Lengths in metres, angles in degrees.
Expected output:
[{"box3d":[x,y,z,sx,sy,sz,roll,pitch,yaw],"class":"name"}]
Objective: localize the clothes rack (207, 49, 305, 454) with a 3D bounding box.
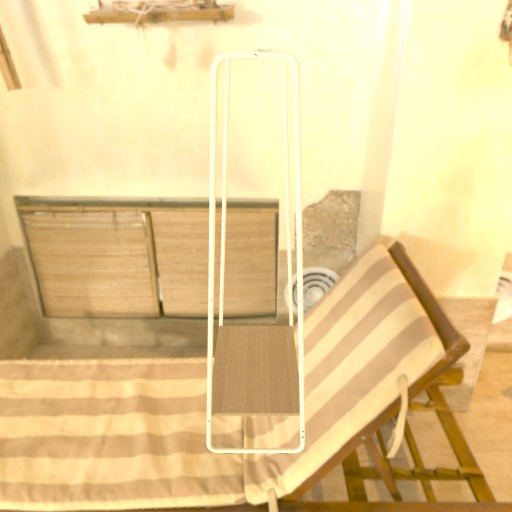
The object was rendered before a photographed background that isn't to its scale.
[{"box3d":[0.000,0.000,1.780,0.400,1.500,0.640,0,26,0],"class":"clothes rack"}]
